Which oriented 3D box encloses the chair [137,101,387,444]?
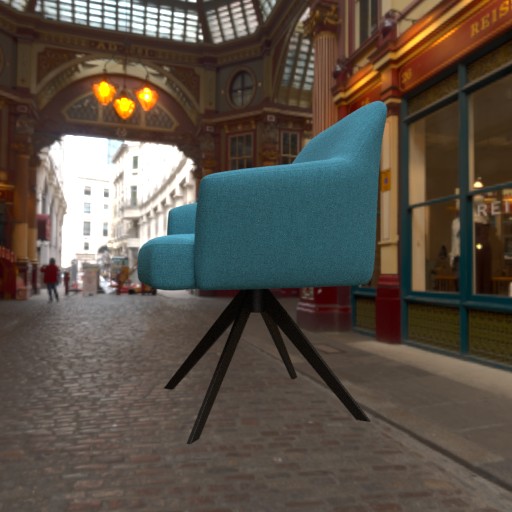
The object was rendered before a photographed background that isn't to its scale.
[{"bbox_3d":[0.000,0.000,1.331,0.677,0.874,0.642,0,-1,-18],"label":"chair"}]
